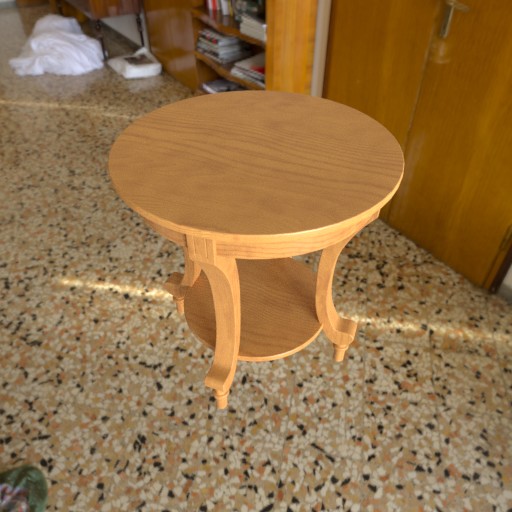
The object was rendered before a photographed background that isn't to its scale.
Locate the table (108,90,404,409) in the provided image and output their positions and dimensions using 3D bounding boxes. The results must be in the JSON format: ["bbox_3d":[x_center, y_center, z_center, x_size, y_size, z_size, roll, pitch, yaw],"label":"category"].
[{"bbox_3d":[0.000,0.000,1.119,0.597,0.612,0.597,0,41,0],"label":"table"}]
